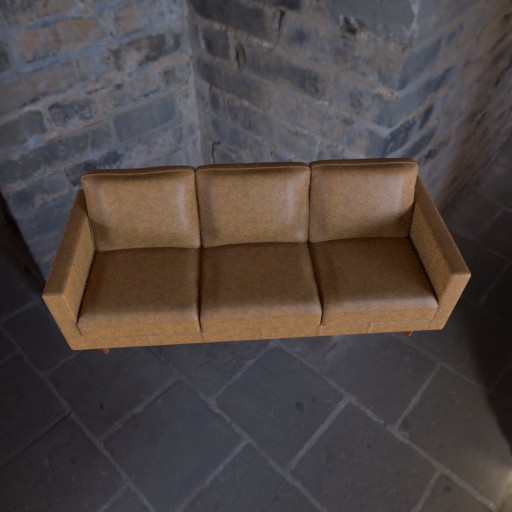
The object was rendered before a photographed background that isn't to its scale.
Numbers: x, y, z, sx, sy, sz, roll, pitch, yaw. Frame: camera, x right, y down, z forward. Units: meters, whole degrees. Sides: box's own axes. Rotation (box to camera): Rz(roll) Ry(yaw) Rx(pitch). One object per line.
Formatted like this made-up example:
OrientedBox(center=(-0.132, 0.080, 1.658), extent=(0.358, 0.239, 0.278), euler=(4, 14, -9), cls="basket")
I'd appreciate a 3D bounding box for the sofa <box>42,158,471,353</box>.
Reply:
OrientedBox(center=(0.000, 0.000, 2.731), extent=(2.231, 0.930, 0.903), euler=(-3, 47, -3), cls="sofa")
